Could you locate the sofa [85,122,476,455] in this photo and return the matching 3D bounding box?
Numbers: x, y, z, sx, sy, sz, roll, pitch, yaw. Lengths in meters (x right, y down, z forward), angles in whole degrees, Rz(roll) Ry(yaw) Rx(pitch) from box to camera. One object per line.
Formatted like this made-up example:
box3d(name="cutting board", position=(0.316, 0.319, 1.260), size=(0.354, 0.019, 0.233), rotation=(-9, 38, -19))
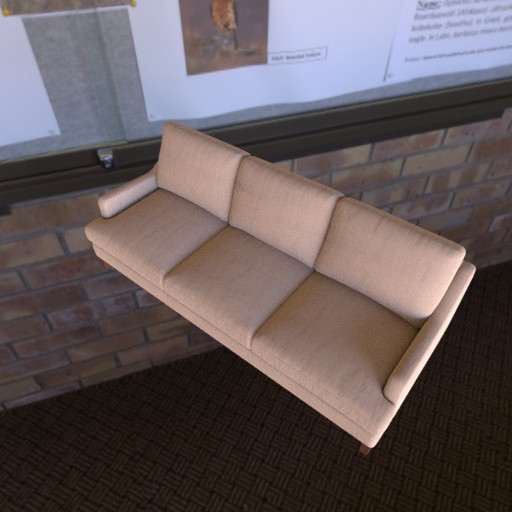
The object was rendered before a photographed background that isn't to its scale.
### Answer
box3d(name="sofa", position=(0.000, 0.000, 2.822), size=(2.321, 0.913, 1.000), rotation=(29, 52, 26))
